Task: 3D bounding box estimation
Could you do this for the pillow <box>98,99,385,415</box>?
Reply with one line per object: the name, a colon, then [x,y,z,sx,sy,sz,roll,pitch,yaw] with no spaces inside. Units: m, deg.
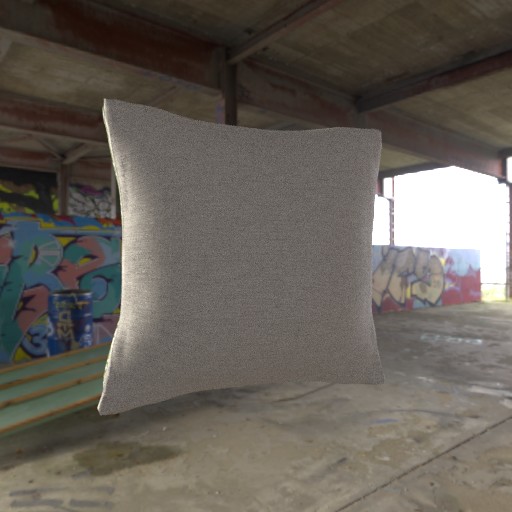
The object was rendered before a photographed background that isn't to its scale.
pillow: [0.000,0.000,0.656,0.440,0.419,0.162,0,-1,-19]
